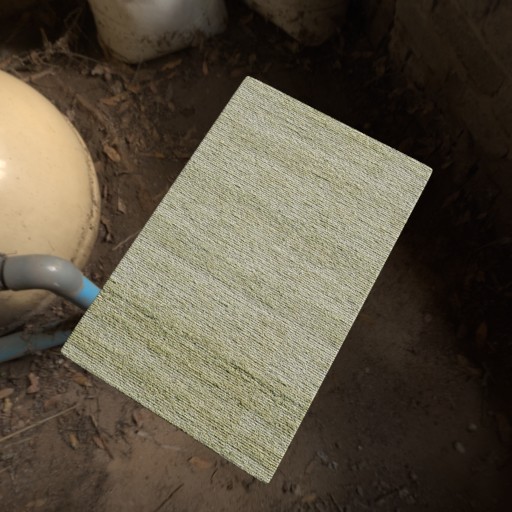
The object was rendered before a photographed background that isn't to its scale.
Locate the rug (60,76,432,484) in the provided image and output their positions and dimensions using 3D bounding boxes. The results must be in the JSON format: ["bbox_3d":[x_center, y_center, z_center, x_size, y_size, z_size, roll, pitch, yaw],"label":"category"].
[{"bbox_3d":[0.000,0.000,2.218,1.143,0.010,1.758,29,77,7],"label":"rug"}]
